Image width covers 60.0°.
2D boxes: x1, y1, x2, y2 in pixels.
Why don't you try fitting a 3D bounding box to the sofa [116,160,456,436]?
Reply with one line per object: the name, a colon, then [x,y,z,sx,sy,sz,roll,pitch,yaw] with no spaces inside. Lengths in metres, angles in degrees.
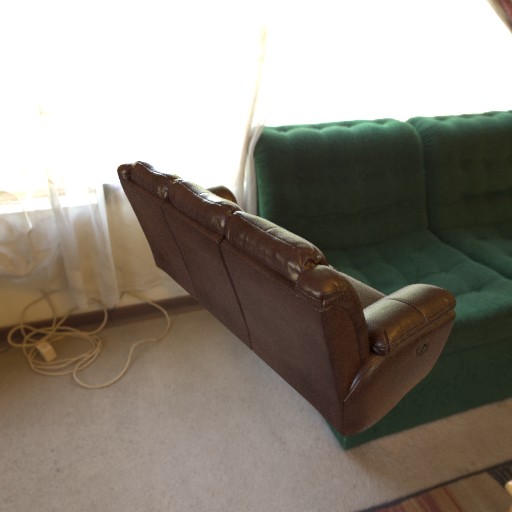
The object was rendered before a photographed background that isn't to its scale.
sofa: [0.000,0.000,2.904,0.991,1.043,2.337,-18,32,-31]
